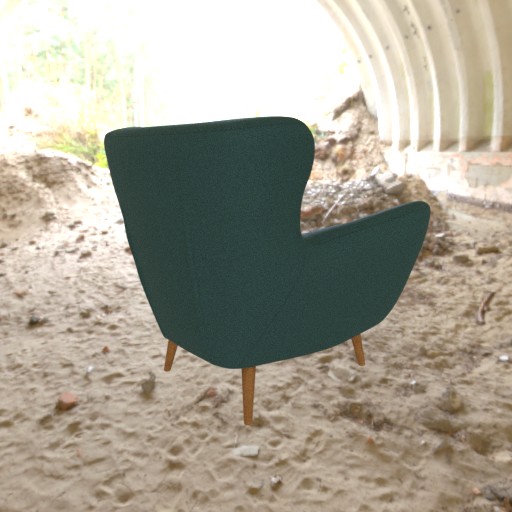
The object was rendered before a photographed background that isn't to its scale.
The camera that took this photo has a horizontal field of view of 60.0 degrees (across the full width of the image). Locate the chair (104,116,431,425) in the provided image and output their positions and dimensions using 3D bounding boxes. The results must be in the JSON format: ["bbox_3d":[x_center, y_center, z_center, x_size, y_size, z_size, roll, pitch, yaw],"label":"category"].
[{"bbox_3d":[0.000,0.000,1.574,0.889,0.889,0.890,-12,18,-41],"label":"chair"}]
